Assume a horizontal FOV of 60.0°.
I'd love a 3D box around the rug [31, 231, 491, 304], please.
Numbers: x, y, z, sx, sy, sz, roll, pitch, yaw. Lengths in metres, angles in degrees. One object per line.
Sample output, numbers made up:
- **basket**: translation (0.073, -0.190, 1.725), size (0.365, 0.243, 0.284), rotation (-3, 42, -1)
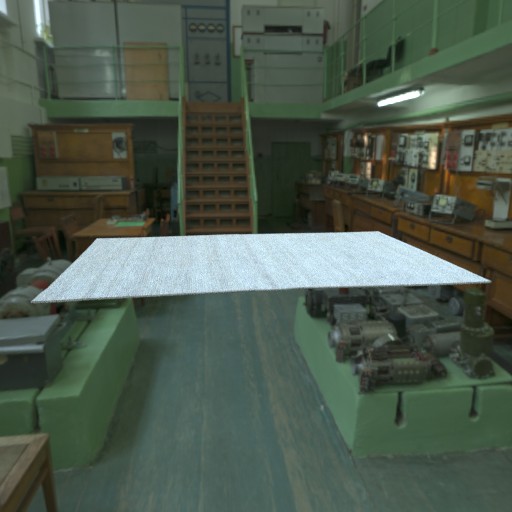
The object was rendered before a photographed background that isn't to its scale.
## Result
- **rug**: translation (0.000, 0.000, 2.281), size (1.820, 0.022, 1.179), rotation (-2, 13, -8)
